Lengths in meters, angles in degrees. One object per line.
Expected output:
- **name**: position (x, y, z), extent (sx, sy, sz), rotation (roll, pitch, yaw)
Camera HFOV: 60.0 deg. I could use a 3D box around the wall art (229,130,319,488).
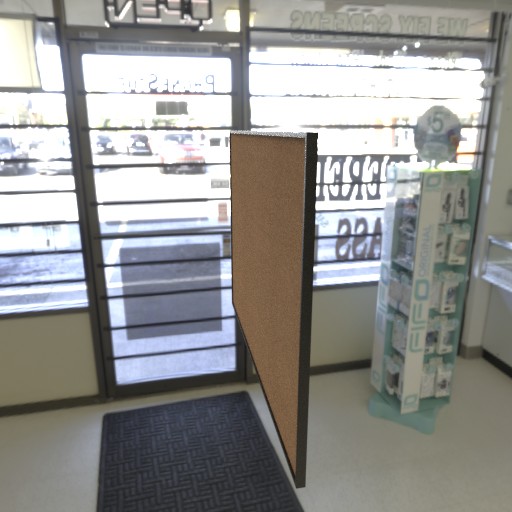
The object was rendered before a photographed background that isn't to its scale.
- **wall art**: position (0.000, 0.000, 1.216), extent (0.019, 0.660, 0.957), rotation (-3, 16, -10)
